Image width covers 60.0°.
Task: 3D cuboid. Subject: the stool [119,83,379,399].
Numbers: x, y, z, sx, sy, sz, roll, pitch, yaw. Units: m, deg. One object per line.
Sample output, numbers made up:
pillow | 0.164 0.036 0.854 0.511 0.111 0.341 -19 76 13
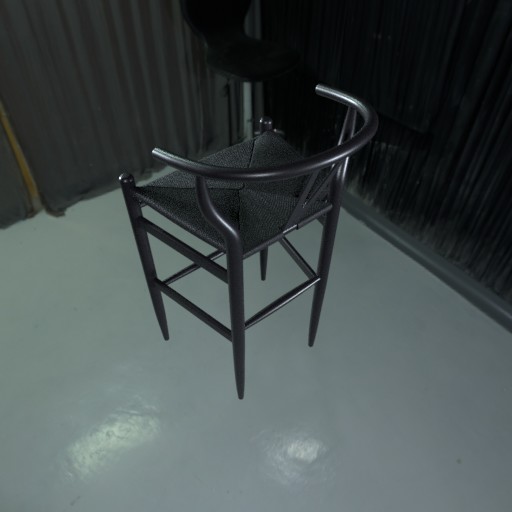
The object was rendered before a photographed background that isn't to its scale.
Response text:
stool | 0.000 0.000 1.445 0.569 1.072 0.579 -30 53 -26
